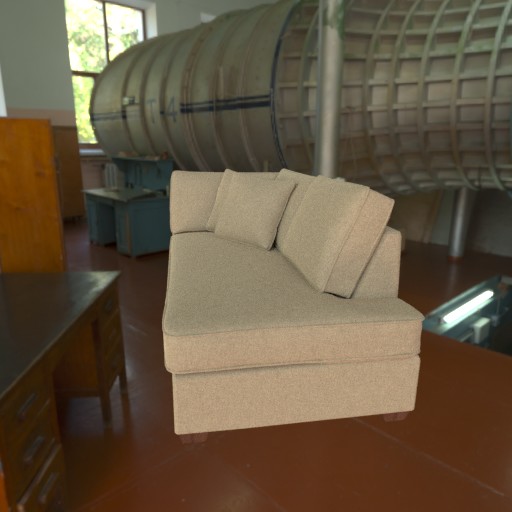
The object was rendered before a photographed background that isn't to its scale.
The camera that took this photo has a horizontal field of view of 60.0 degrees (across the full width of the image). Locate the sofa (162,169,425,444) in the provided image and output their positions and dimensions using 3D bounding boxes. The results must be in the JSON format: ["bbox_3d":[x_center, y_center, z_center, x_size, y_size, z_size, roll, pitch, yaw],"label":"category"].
[{"bbox_3d":[0.000,0.000,2.817,1.110,1.033,2.237,-3,15,-9],"label":"sofa"}]
